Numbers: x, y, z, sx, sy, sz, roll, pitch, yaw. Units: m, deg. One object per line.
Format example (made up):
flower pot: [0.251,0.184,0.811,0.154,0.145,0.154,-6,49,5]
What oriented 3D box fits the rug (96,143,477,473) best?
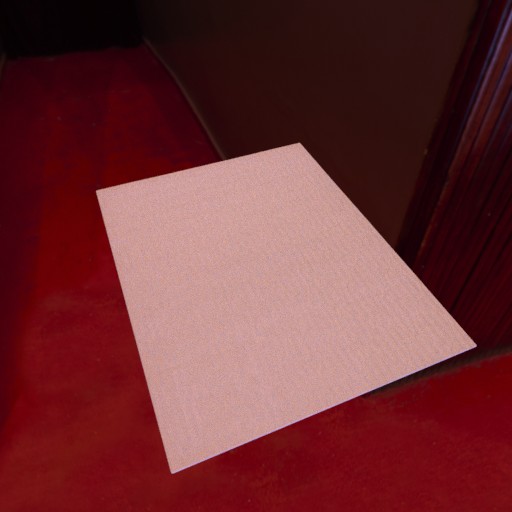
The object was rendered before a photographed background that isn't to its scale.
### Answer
rug: [0.000,0.000,4.053,2.410,0.021,3.055,-17,49,-15]
